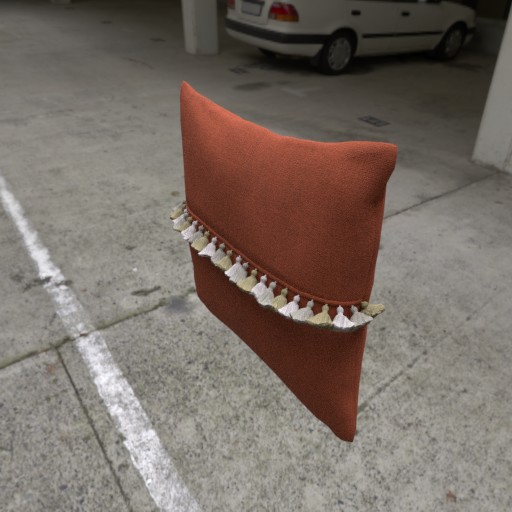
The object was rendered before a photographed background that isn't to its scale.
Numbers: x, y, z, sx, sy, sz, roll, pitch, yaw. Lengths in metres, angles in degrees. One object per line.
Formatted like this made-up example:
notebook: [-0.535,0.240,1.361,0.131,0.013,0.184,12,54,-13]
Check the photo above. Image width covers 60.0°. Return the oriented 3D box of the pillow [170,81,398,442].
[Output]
pillow: [0.000,0.000,0.736,0.165,0.482,0.490,-21,37,-30]
